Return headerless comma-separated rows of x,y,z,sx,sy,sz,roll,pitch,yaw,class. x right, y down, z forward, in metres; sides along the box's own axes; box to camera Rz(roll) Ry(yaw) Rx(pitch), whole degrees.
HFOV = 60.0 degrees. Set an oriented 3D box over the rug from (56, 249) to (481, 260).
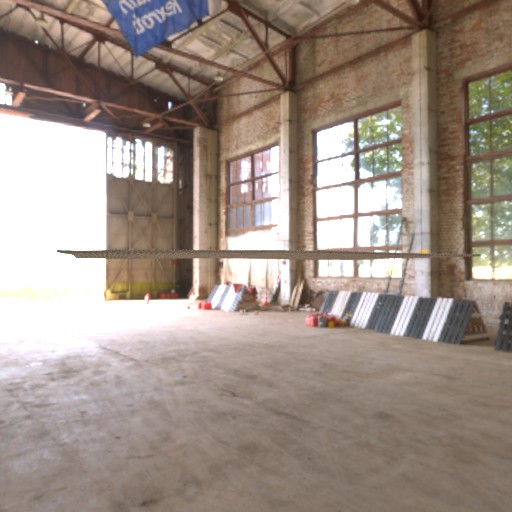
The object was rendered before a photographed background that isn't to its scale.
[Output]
0.000,0.000,2.295,1.804,0.022,1.162,0,-2,-19,rug
